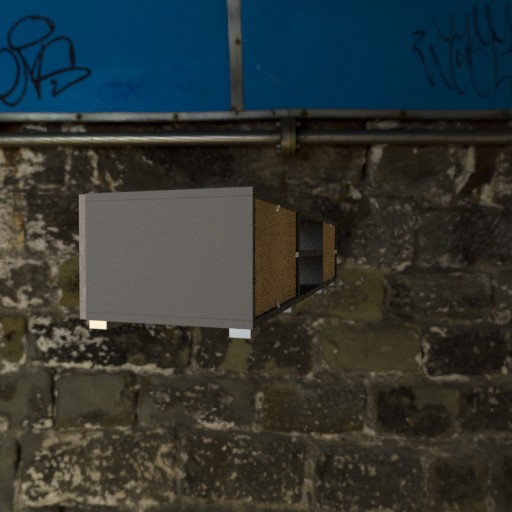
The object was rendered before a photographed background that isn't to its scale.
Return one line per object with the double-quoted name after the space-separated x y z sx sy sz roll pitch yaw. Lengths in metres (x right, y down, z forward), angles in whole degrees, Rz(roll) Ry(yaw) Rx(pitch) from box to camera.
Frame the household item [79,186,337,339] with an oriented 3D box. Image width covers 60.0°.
0.000 0.000 1.627 0.420 0.310 1.400 0 1 17 "household item"
